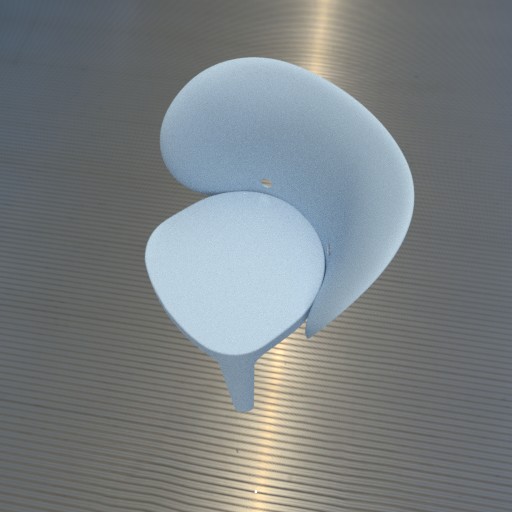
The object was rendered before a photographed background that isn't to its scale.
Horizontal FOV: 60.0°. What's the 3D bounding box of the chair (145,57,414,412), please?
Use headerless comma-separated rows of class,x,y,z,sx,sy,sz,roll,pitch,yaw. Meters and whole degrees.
chair,0.000,0.000,0.861,0.402,0.554,0.451,-33,67,-16
